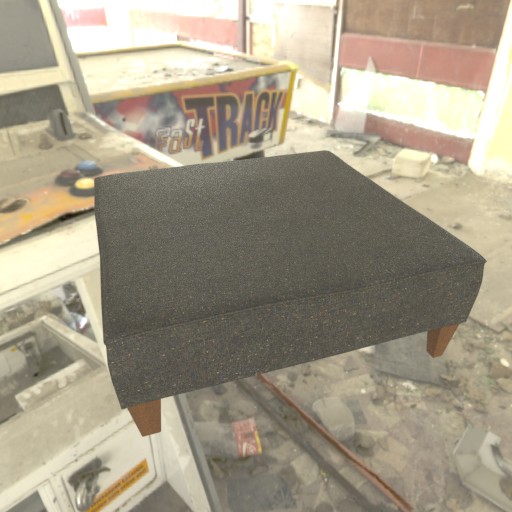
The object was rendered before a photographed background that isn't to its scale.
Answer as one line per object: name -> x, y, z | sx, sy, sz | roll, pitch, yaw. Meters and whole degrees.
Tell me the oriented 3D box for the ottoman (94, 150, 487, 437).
ottoman -> 0.000, 0.000, 1.528 | 1.004, 0.382, 0.968 | -10, 33, -15
